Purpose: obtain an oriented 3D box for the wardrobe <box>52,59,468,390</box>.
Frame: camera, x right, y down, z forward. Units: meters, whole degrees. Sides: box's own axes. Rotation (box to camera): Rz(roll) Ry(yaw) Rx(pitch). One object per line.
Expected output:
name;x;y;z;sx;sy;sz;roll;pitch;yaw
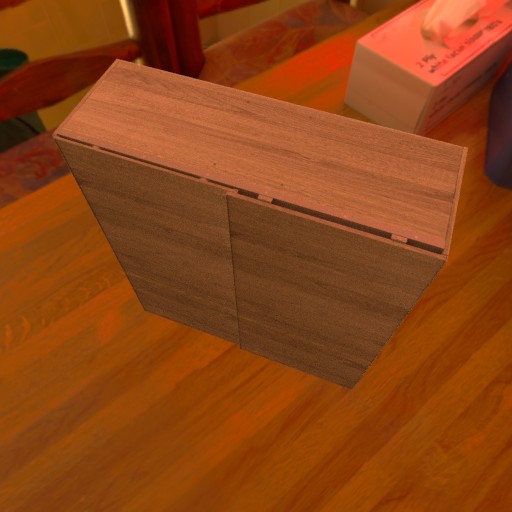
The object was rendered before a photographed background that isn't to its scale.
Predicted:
wardrobe;0.000;0.000;2.821;1.780;1.960;0.629;18;61;10
